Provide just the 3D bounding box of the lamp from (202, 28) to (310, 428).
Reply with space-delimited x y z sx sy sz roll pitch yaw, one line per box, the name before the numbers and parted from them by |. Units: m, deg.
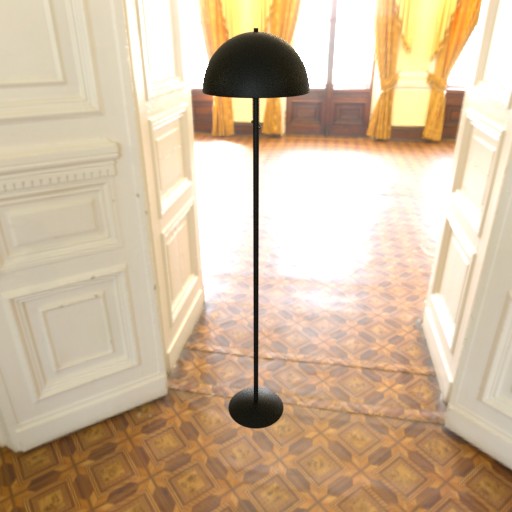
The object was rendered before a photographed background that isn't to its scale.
lamp | 0.000 0.000 1.618 0.328 1.480 0.328 -18 32 -32
